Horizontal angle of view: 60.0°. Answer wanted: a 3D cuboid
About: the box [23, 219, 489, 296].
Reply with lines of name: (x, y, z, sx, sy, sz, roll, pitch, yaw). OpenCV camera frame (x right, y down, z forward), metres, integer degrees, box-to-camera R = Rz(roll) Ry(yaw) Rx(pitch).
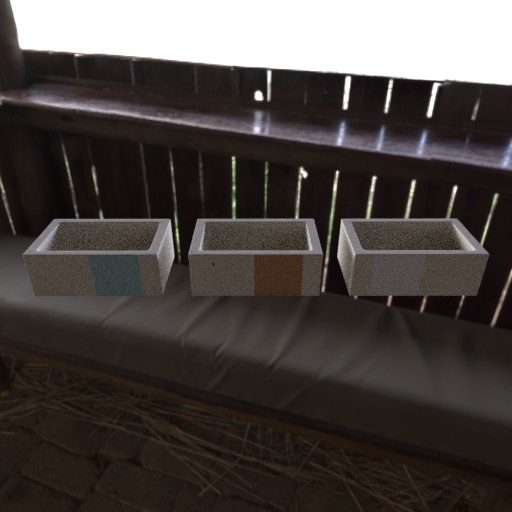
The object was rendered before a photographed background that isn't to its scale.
box: (0.000, 0.000, 0.485, 0.461, 0.051, 0.082, 0, 30, 0)
